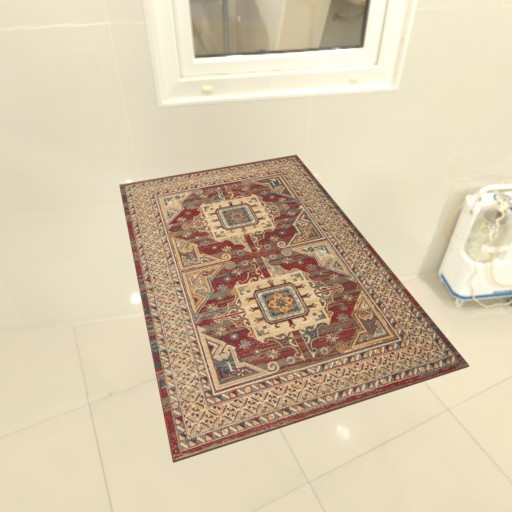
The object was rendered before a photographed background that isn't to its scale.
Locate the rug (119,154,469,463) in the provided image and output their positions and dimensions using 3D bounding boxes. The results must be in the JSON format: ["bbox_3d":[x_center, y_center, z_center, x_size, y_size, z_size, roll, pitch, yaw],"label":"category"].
[{"bbox_3d":[0.000,0.000,5.763,3.033,0.033,4.578,-13,43,-14],"label":"rug"}]
